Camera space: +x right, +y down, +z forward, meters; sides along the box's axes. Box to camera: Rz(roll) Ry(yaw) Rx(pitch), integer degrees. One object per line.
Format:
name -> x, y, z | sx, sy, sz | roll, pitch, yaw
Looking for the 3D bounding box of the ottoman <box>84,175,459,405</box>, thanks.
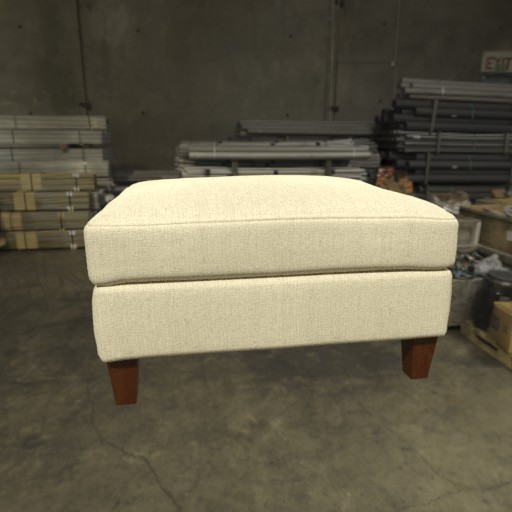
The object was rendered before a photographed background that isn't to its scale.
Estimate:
ottoman -> 0.000, 0.000, 1.369 | 0.838, 0.478, 0.838 | -2, 15, -9
